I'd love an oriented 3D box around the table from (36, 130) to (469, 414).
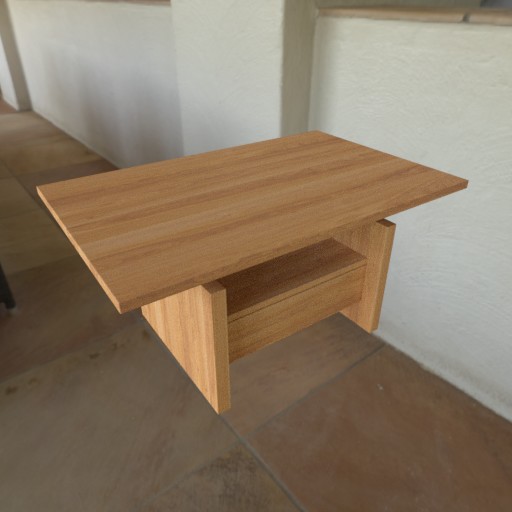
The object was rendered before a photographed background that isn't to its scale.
[{"bbox_3d":[0.000,0.000,1.464,1.100,0.510,0.700,-19,36,-29],"label":"table"}]
